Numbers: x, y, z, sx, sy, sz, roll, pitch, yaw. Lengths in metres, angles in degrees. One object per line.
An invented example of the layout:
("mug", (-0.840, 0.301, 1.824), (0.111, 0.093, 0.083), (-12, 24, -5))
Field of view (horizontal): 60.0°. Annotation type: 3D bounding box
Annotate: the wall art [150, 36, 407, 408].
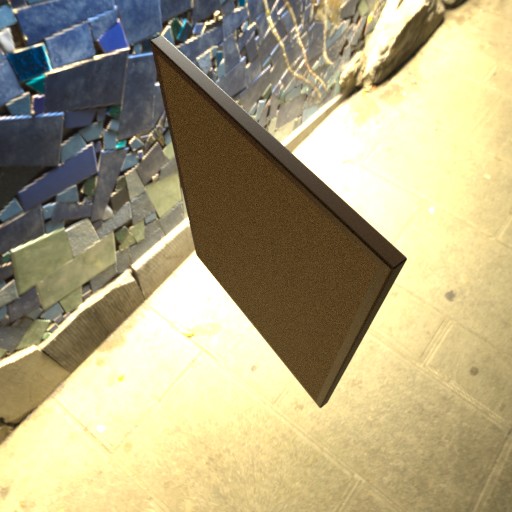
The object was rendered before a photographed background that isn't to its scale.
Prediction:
("wall art", (0.000, 0.000, 0.742), (0.021, 0.550, 0.449), (-33, 64, -19))
